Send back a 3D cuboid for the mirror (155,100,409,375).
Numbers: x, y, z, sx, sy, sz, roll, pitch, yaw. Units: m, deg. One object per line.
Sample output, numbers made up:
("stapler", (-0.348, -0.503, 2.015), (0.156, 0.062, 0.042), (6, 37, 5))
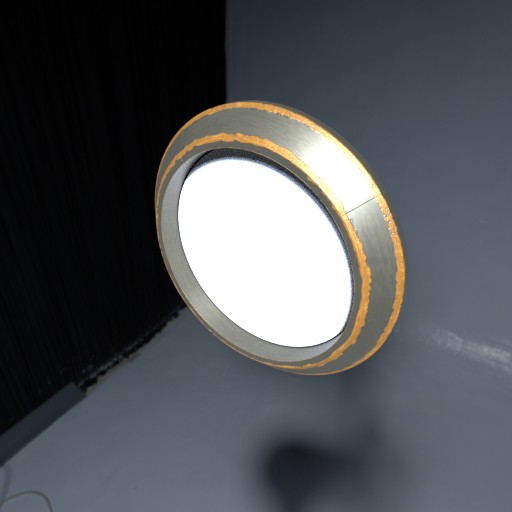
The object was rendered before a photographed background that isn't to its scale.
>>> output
("mirror", (0.000, 0.000, 1.376), (0.907, 0.907, 0.111), (19, 35, 29))
